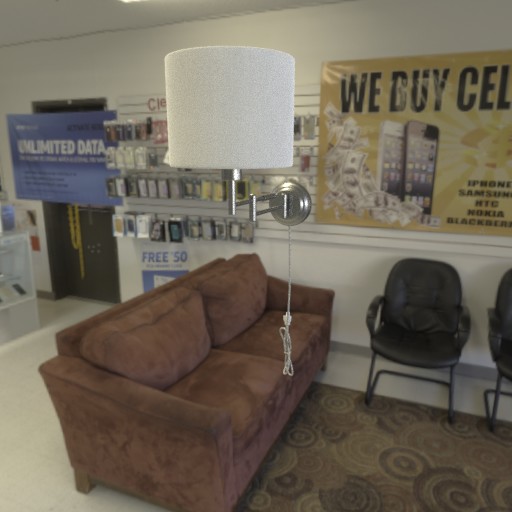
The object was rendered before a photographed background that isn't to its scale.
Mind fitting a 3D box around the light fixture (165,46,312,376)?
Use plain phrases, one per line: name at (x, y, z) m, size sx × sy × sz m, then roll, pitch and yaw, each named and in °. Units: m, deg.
light fixture at (0.000, 0.000, 1.068) m, size 0.253 × 0.842 × 0.479 m, roll 7°, pitch 15°, yaw 26°
